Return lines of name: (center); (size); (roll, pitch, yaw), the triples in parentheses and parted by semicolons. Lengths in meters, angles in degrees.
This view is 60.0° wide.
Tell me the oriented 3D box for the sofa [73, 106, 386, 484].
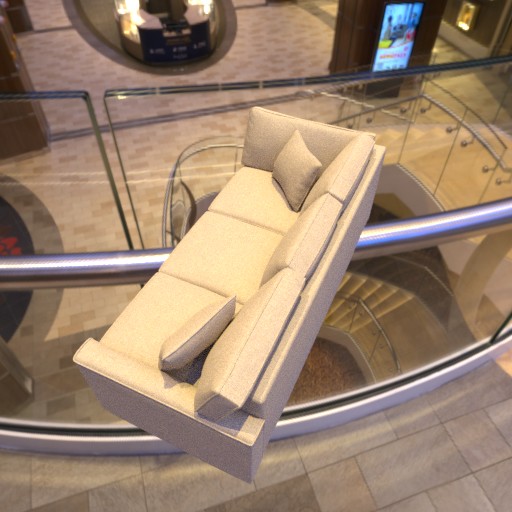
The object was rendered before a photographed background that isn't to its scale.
sofa: (0.000, 0.000, 2.894); (1.061, 0.962, 2.317); (19, 51, 17)
